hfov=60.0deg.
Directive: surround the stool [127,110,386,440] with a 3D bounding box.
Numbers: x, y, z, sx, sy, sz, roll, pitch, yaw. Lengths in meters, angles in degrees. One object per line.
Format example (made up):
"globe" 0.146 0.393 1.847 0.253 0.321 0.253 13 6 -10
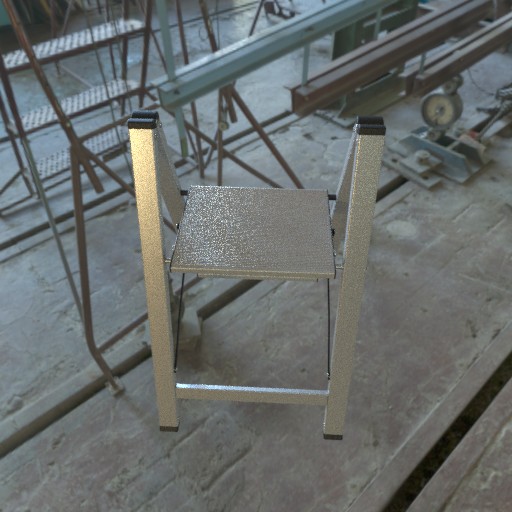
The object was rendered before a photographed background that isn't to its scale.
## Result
"stool" 0.000 0.000 0.993 0.440 0.670 0.535 2 46 2
